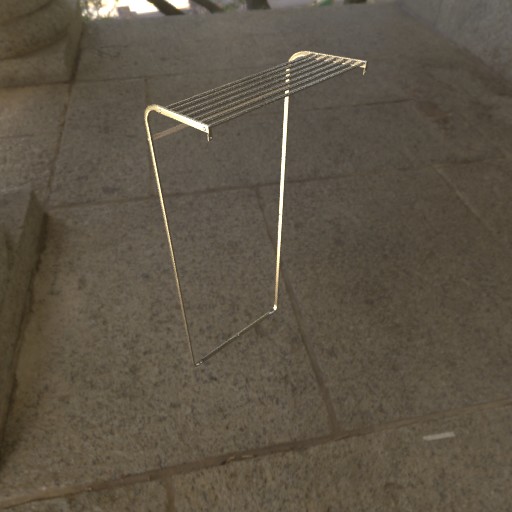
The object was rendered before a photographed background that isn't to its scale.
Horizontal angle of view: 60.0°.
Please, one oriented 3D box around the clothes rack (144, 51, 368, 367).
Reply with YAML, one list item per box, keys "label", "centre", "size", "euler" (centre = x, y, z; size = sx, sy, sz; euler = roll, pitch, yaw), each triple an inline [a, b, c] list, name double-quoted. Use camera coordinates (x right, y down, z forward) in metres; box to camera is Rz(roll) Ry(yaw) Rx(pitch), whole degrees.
- label: "clothes rack"
  centre: [0.000, 0.000, 1.869]
  size: [0.609, 1.574, 0.349]
  euler: [-31, 53, -27]
